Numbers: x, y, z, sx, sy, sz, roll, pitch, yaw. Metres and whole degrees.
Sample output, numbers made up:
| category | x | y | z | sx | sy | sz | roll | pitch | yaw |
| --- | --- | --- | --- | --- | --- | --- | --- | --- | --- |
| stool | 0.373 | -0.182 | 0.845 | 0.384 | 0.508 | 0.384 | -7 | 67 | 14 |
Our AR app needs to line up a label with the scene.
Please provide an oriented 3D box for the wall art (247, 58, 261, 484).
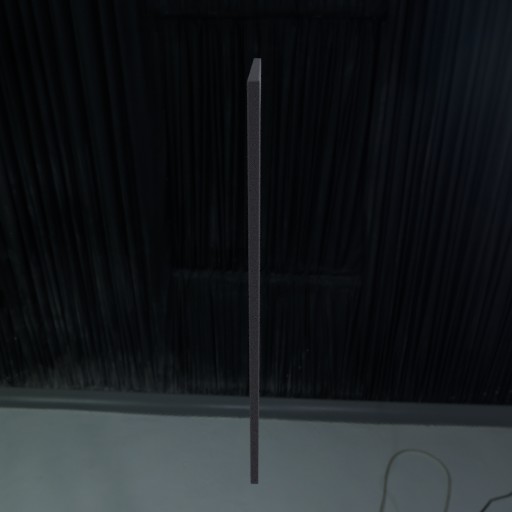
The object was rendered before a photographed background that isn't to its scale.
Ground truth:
| category | x | y | z | sx | sy | sz | roll | pitch | yaw |
| --- | --- | --- | --- | --- | --- | --- | --- | --- | --- |
| wall art | 0.000 | 0.000 | 0.670 | 0.012 | 0.529 | 0.374 | 0 | 27 | 0 |
